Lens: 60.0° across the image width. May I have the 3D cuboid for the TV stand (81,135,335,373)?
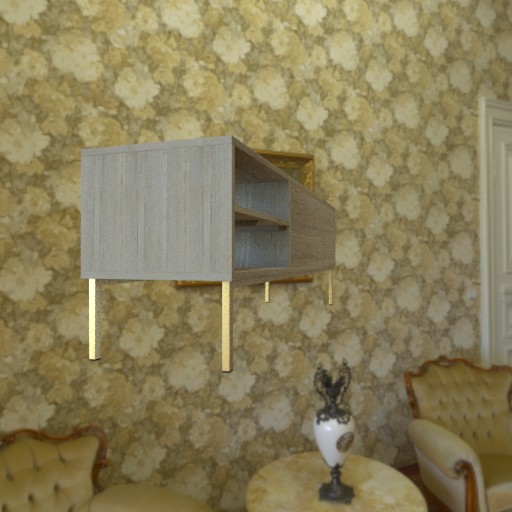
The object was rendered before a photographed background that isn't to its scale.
[{"bbox_3d":[0.000,0.000,1.839,0.420,0.550,1.600,0,0,19],"label":"TV stand"}]
